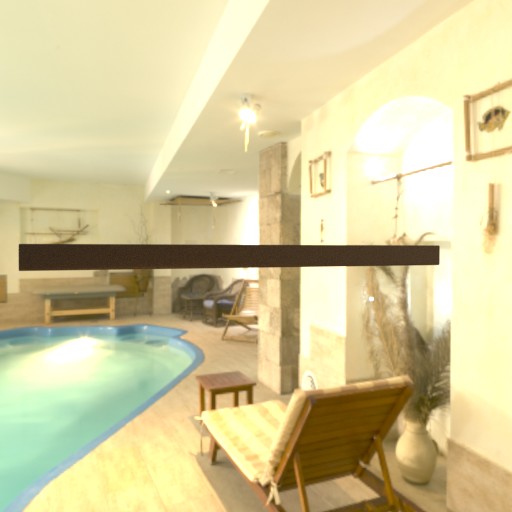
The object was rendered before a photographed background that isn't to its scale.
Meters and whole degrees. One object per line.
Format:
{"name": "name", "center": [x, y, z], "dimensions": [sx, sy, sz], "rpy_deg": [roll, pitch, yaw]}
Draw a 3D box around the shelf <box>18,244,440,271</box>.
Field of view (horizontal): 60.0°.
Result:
{"name": "shelf", "center": [0.000, 0.000, 0.981], "dimensions": [0.924, 0.049, 0.092], "rpy_deg": [0, 1, -19]}
